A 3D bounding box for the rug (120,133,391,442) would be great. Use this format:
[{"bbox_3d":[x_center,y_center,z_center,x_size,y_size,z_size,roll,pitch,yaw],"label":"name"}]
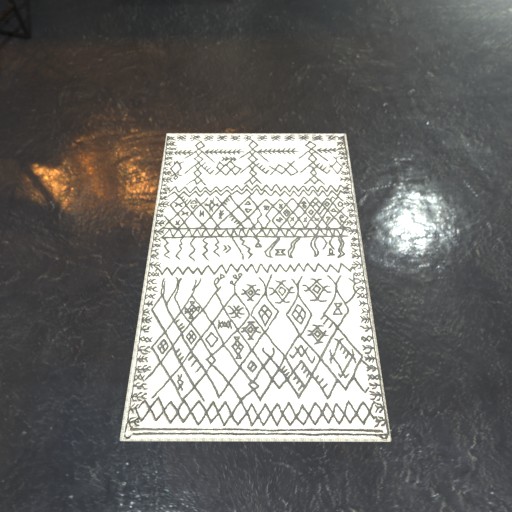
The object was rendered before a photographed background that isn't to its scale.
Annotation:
[{"bbox_3d":[0.000,0.000,3.129,1.526,0.012,2.444,0,58,0],"label":"rug"}]
